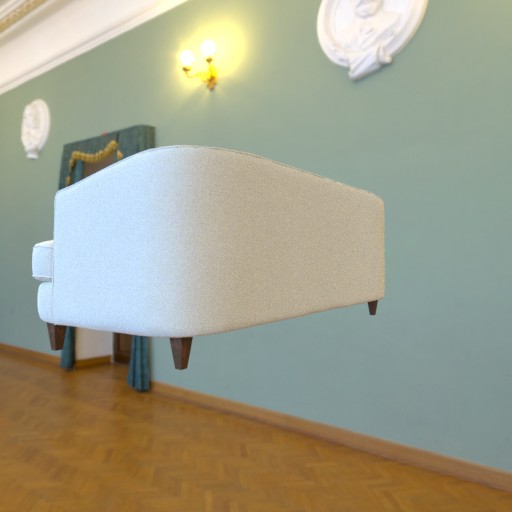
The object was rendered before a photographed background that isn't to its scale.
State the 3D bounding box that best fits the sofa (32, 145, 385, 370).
[{"bbox_3d":[0.000,0.000,2.656,0.941,0.855,2.278,0,0,36],"label":"sofa"}]
